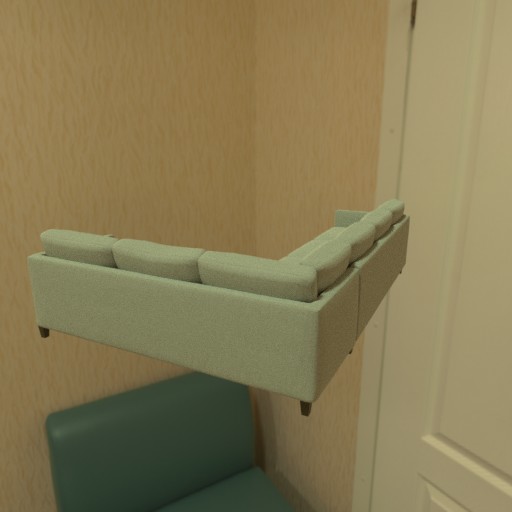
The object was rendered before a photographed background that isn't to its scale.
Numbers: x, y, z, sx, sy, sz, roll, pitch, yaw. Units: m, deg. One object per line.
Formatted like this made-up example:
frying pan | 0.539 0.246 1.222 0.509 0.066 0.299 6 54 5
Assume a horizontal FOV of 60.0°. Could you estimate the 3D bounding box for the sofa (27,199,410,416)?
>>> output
sofa | 0.000 0.000 4.487 2.522 0.934 3.333 8 18 26
